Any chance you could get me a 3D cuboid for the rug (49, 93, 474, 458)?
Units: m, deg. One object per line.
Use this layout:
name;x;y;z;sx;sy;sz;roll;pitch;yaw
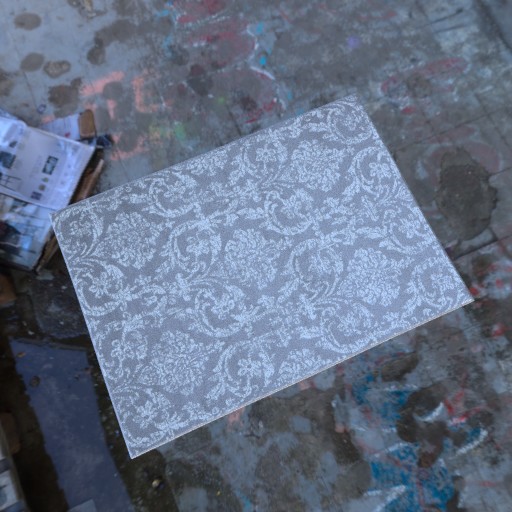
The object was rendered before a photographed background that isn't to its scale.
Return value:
rug;0.000;0.000;2.761;2.206;0.014;1.578;-23;76;-6
